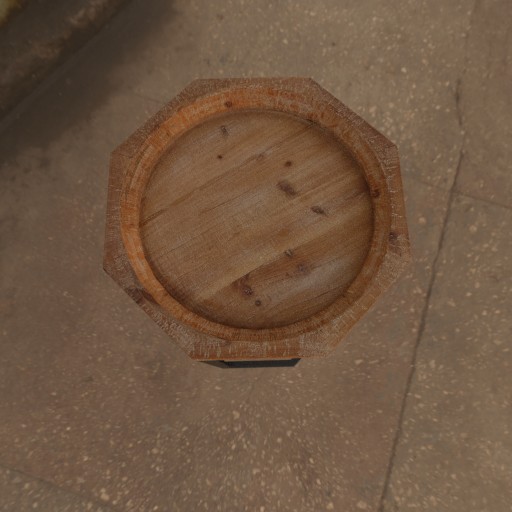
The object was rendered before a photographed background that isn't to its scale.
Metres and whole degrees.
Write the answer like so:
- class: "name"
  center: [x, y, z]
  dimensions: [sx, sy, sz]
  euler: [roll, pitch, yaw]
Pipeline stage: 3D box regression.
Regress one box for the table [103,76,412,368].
- class: "table"
  center: [0.000, 0.000, 0.892]
  dimensions: [0.458, 0.543, 0.458]
  euler: [20, 76, 5]
